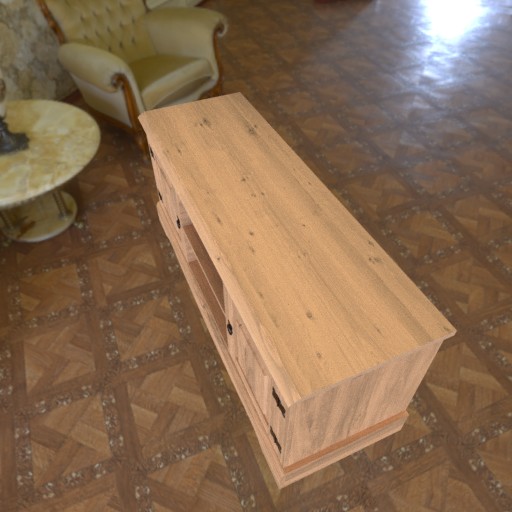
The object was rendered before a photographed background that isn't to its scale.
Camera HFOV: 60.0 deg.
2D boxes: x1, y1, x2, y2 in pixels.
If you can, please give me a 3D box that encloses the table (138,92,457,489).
[{"bbox_3d":[0.000,0.000,1.449,0.400,0.510,1.200,-18,49,-16],"label":"table"}]
